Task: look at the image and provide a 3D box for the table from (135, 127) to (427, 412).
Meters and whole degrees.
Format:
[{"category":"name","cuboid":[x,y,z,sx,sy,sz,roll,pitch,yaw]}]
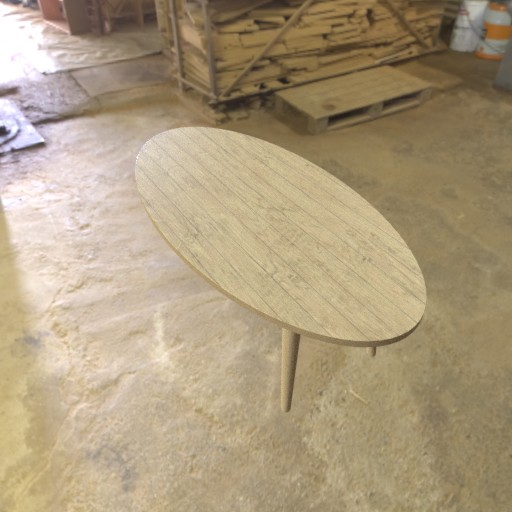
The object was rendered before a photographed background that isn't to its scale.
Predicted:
[{"category":"table","cuboid":[0.000,0.000,1.346,0.542,0.390,1.083,-24,47,-25]}]
